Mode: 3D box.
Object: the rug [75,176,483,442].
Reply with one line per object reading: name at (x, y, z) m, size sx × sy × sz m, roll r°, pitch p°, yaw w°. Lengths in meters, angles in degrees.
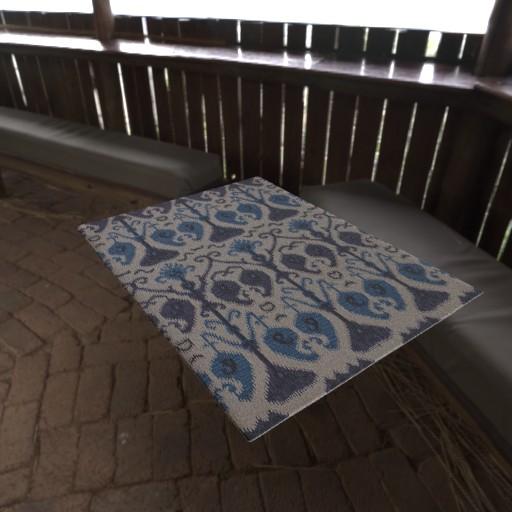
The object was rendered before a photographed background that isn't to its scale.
rug at (0.000, 0.000, 4.249) m, size 2.443 × 0.024 × 3.228 m, roll -21°, pitch 38°, yaw -30°
